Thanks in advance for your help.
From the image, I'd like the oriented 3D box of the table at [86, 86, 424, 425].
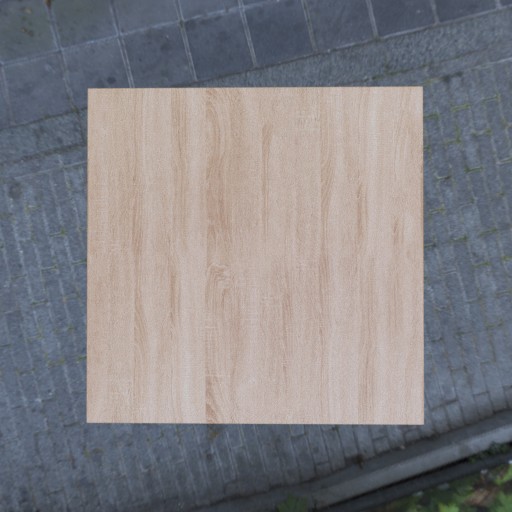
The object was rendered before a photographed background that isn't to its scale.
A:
[{"bbox_3d":[0.000,0.000,1.145,0.700,0.450,0.700,0,89,1],"label":"table"}]
